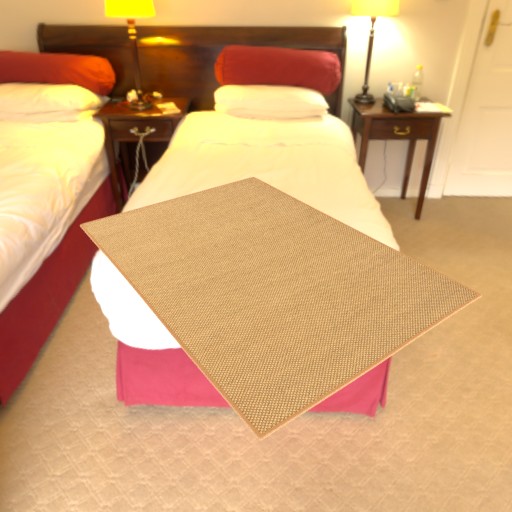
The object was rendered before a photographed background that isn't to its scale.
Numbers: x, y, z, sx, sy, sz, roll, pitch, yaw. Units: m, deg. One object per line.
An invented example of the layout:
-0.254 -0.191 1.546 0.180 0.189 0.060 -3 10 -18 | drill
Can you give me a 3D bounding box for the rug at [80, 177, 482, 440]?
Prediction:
0.000 0.000 2.769 1.524 0.013 2.134 -21 38 -30 | rug
